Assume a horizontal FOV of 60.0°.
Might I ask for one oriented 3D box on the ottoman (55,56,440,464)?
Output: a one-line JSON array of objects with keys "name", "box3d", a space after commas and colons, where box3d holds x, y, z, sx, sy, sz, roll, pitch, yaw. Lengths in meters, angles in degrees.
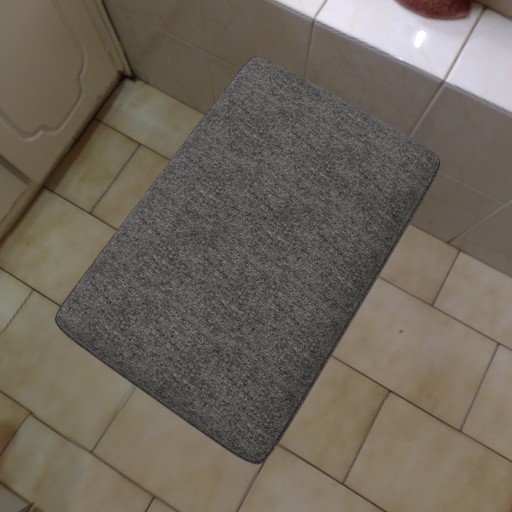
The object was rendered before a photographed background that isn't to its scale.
[{"name": "ottoman", "box3d": [0.000, 0.000, 1.207, 0.584, 0.483, 0.864, 32, 78, 8]}]
